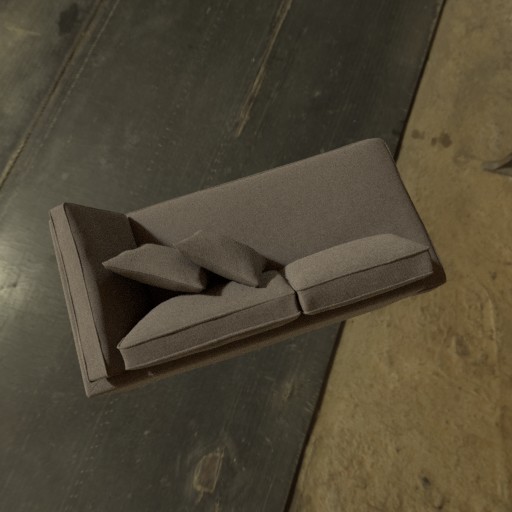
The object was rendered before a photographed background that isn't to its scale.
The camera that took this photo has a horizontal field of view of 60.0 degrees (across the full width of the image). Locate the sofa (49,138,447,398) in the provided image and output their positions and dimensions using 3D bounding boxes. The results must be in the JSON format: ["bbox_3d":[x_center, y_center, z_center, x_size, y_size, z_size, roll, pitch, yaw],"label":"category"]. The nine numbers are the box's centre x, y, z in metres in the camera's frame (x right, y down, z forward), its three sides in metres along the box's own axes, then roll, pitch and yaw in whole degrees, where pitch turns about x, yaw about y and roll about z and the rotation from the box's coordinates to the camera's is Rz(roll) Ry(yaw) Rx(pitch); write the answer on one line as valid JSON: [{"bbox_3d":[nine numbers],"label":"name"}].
[{"bbox_3d":[0.000,0.000,2.845,2.237,1.033,1.110,-17,77,-4],"label":"sofa"}]
